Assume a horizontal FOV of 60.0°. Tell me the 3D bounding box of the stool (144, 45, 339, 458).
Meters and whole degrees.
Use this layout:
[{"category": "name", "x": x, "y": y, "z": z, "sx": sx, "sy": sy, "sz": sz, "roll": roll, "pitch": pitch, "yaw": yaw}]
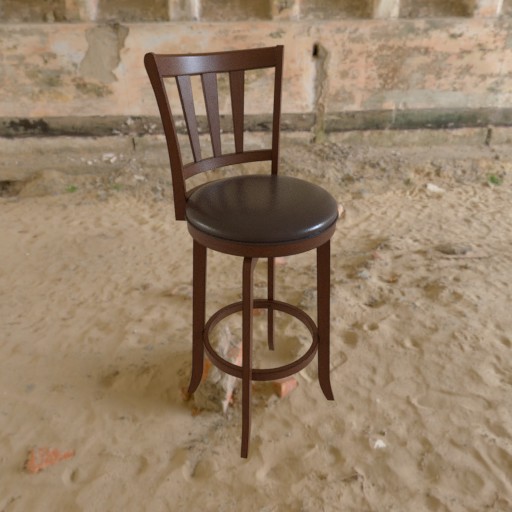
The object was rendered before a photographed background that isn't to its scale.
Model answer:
[{"category": "stool", "x": 0.000, "y": 0.000, "z": 1.405, "sx": 0.464, "sy": 1.177, "sz": 0.503, "roll": -20, "pitch": 35, "yaw": -32}]
